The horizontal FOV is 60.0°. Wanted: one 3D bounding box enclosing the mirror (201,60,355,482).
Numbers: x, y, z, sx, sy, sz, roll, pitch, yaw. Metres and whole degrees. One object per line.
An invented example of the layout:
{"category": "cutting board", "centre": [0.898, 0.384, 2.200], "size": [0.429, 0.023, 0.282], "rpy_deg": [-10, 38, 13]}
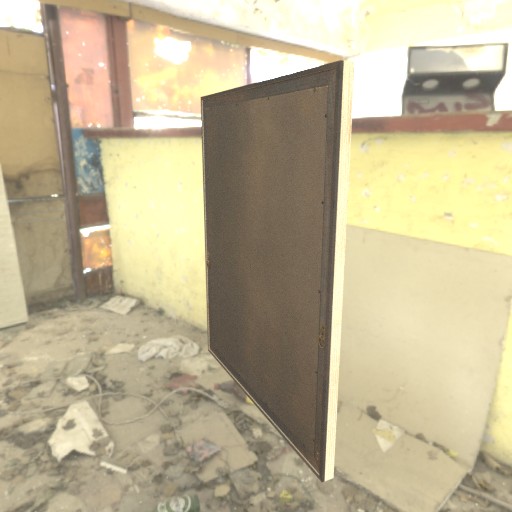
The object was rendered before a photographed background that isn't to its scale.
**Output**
{"category": "mirror", "centre": [0.000, 0.000, 1.212], "size": [0.032, 0.882, 0.730], "rpy_deg": [-7, 16, -26]}
